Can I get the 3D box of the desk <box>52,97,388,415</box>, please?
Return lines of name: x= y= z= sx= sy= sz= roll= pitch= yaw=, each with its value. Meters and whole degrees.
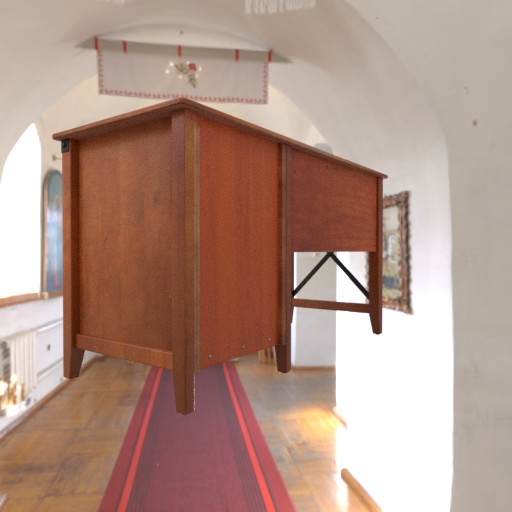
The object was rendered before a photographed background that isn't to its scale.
desk: x=0.000 y=0.000 z=1.739 sx=0.574 sy=0.756 sz=1.353 roll=1 pitch=1 yaw=36
